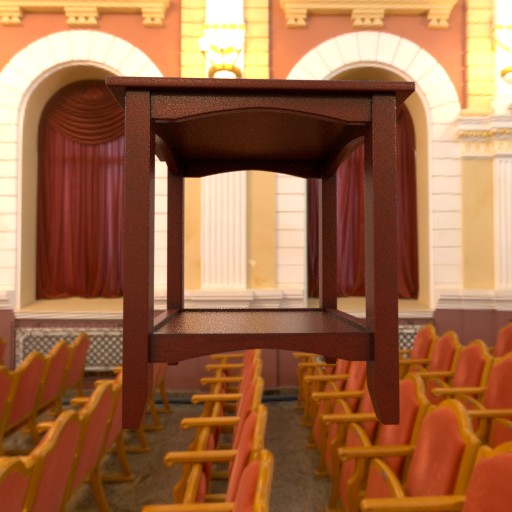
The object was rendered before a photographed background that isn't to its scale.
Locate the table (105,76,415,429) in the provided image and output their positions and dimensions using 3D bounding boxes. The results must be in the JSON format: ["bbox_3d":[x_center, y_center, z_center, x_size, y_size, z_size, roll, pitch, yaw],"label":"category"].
[{"bbox_3d":[0.000,0.000,0.957,0.522,0.558,0.523,0,-2,0],"label":"table"}]
